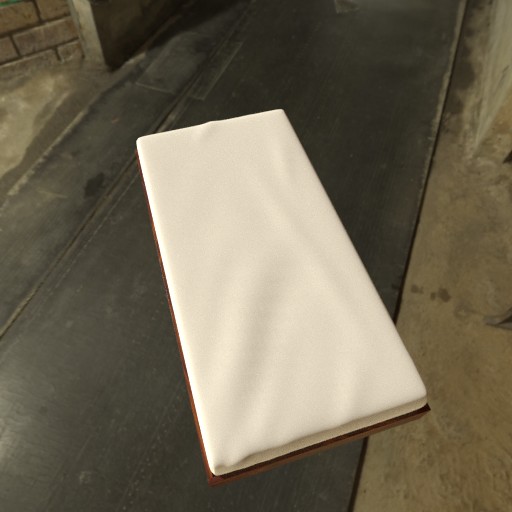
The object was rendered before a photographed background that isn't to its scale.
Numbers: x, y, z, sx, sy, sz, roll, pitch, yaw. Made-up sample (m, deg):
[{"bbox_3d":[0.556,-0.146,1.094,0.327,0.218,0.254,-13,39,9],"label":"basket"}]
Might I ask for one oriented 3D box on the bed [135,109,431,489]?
[{"bbox_3d":[0.000,0.000,2.230,0.940,0.312,1.860,-14,58,-9],"label":"bed"}]
